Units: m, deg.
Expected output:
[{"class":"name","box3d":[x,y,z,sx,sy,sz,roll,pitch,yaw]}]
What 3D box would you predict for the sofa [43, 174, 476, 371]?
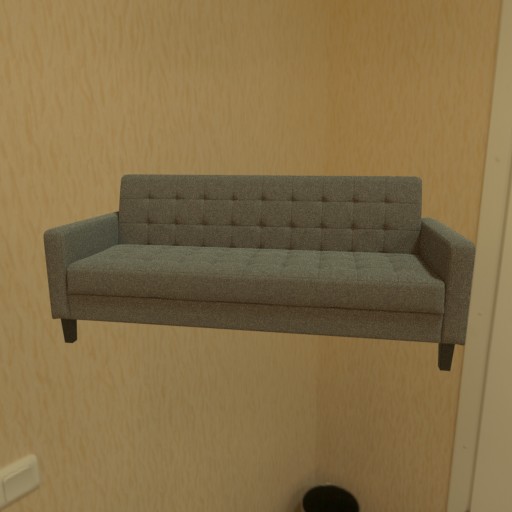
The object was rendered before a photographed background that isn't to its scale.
[{"class":"sofa","box3d":[0.000,0.000,2.436,2.040,0.850,0.810,2,13,9]}]
